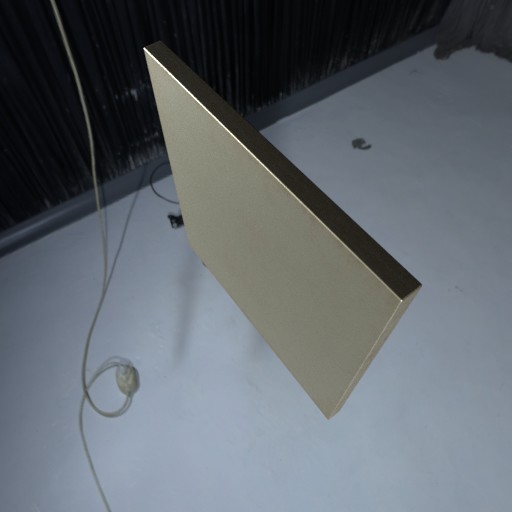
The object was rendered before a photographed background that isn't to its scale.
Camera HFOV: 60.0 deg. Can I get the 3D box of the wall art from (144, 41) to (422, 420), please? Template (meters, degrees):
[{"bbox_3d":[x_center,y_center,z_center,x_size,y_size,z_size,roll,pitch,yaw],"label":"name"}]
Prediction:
[{"bbox_3d":[0.000,0.000,0.745,0.030,0.506,0.503,-32,63,-19],"label":"wall art"}]
